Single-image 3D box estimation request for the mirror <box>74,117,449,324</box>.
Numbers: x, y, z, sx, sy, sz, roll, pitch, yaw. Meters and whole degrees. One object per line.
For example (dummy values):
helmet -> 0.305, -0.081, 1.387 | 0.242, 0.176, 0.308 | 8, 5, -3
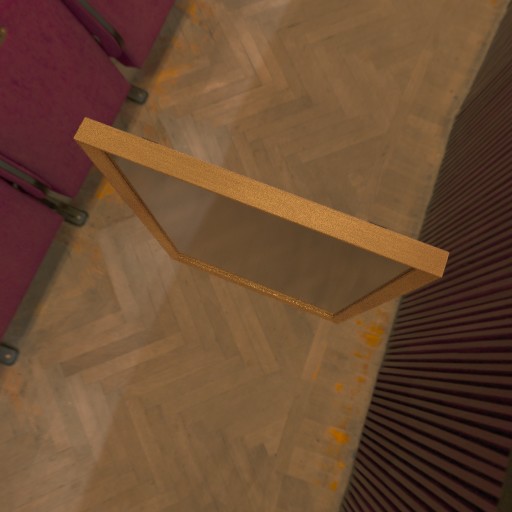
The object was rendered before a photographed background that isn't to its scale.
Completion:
mirror -> 0.000, 0.000, 0.916 | 0.507, 0.710, 0.039 | 21, 78, 5
